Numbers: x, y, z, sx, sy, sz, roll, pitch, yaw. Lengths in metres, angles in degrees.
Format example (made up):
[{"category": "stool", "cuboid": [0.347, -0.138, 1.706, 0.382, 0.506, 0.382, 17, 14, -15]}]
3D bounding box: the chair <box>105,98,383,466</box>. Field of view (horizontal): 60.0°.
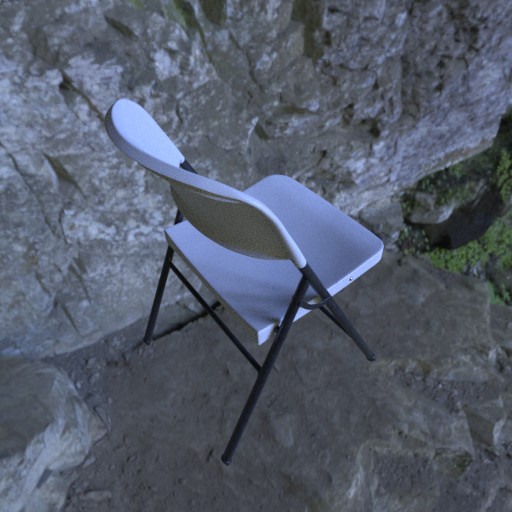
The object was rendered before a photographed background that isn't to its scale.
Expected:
[{"category": "chair", "cuboid": [0.000, 0.000, 1.122, 0.566, 0.810, 0.494, -26, 48, -26]}]
